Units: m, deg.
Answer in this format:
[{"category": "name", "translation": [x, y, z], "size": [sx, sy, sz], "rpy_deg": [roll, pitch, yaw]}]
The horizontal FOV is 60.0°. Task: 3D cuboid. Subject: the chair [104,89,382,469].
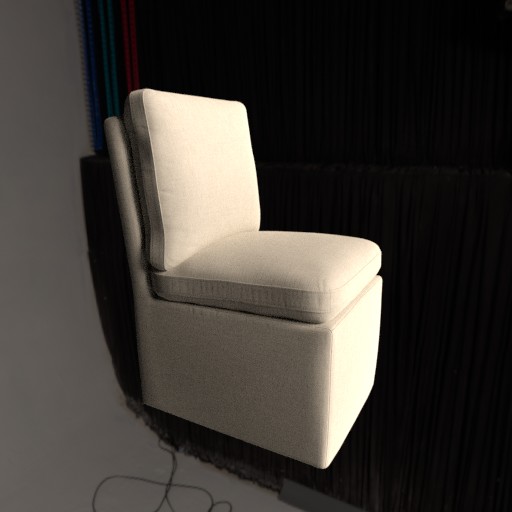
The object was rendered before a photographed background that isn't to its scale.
[{"category": "chair", "translation": [0.000, 0.000, 1.336], "size": [0.698, 0.927, 0.503], "rpy_deg": [8, 17, 28]}]
